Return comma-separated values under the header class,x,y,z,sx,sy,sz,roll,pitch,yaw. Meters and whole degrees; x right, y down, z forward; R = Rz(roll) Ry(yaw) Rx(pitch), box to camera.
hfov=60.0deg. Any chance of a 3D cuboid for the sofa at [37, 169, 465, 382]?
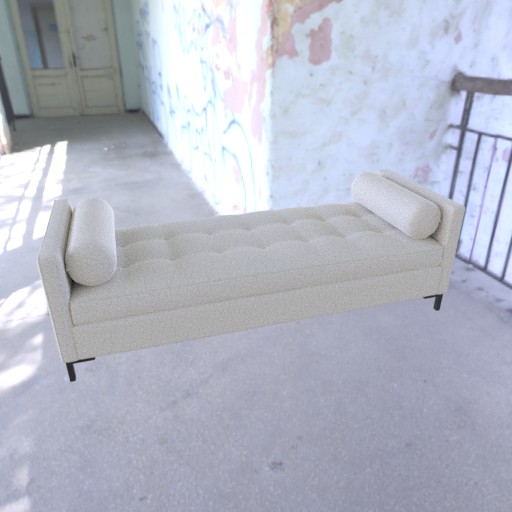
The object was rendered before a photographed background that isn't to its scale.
class,x,y,z,sx,sy,sz,roll,pitch,yaw
sofa,0.000,0.000,2.384,1.985,0.641,0.746,-8,28,-15
